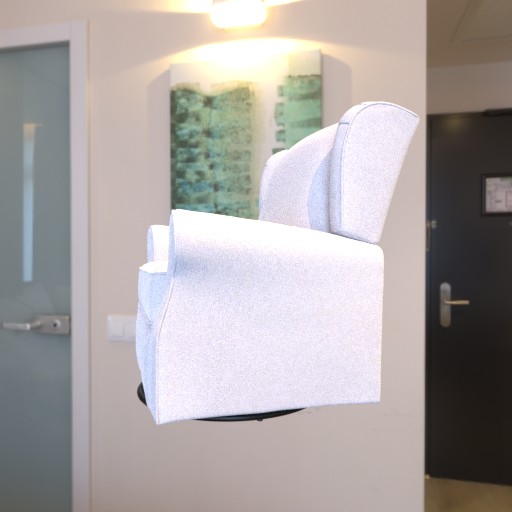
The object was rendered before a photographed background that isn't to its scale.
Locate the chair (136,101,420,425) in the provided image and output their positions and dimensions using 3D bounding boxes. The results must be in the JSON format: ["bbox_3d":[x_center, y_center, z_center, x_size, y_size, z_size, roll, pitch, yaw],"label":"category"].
[{"bbox_3d":[0.000,0.000,1.643,0.854,0.967,0.906,0,1,-18],"label":"chair"}]
